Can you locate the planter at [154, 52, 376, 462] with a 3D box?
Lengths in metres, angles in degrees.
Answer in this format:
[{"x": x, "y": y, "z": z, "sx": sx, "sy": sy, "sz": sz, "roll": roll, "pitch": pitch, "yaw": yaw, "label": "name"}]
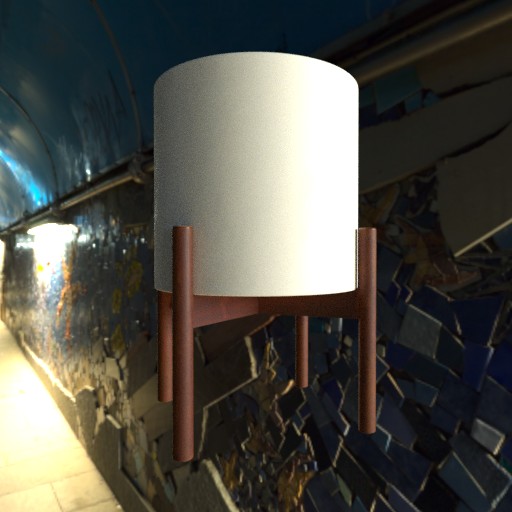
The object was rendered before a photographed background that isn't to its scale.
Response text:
[{"x": 0.000, "y": 0.000, "z": 0.933, "sx": 0.417, "sy": 0.670, "sz": 0.417, "roll": 0, "pitch": 1, "yaw": -18, "label": "planter"}]
